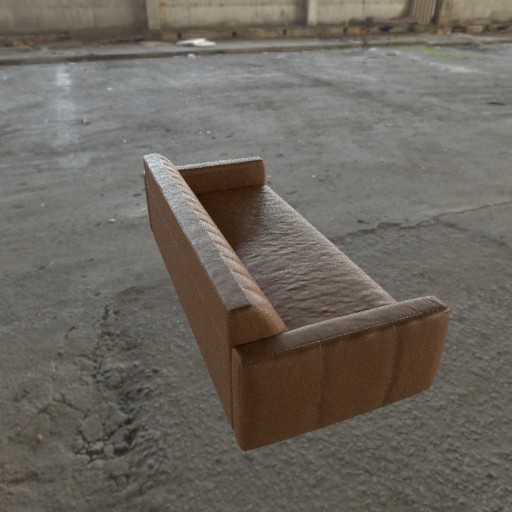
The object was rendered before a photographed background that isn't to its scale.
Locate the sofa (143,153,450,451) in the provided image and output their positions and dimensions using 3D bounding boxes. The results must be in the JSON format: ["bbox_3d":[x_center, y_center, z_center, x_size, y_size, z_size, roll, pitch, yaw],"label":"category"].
[{"bbox_3d":[0.000,0.000,2.742,0.990,0.821,2.291,-11,32,-18],"label":"sofa"}]
